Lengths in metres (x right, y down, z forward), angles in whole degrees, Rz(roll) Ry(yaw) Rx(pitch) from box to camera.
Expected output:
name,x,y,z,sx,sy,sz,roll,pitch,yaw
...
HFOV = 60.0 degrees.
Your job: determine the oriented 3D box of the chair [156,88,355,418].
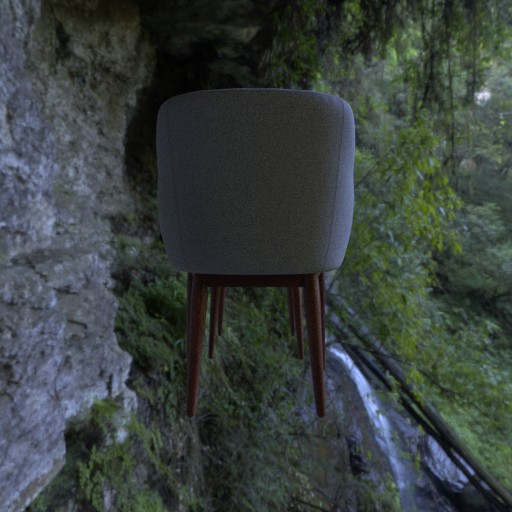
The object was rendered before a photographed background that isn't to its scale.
name,x,y,z,sx,sy,sz,roll,pitch,yaw
chair,0.000,0.000,1.550,0.584,0.799,1.107,0,2,0
